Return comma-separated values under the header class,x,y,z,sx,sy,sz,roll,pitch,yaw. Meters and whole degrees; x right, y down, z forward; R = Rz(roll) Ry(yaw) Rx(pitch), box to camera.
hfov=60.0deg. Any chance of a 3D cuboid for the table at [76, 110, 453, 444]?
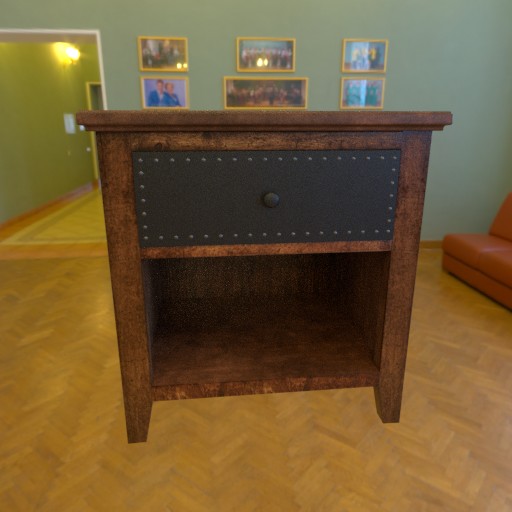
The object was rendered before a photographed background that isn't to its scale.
class,x,y,z,sx,sy,sz,roll,pitch,yaw
table,0.000,0.000,0.978,0.586,0.597,0.461,-2,17,-6
